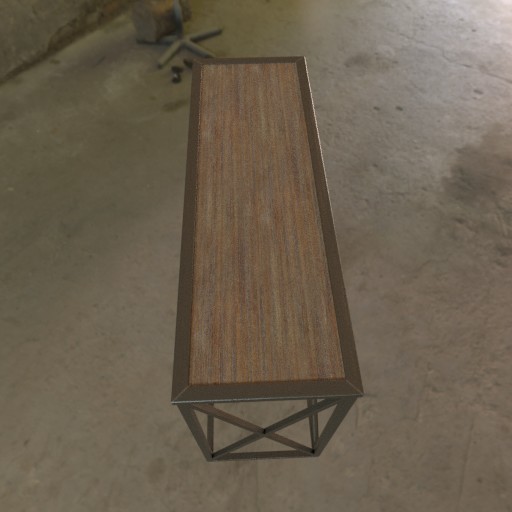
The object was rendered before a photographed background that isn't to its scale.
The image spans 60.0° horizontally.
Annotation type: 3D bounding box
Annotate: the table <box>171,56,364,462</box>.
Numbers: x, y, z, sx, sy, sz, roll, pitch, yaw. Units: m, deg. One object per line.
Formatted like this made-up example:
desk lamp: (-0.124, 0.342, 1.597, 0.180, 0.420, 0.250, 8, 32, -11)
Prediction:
table: (0.000, 0.000, 1.568, 0.402, 0.753, 1.216, -2, 56, -1)
